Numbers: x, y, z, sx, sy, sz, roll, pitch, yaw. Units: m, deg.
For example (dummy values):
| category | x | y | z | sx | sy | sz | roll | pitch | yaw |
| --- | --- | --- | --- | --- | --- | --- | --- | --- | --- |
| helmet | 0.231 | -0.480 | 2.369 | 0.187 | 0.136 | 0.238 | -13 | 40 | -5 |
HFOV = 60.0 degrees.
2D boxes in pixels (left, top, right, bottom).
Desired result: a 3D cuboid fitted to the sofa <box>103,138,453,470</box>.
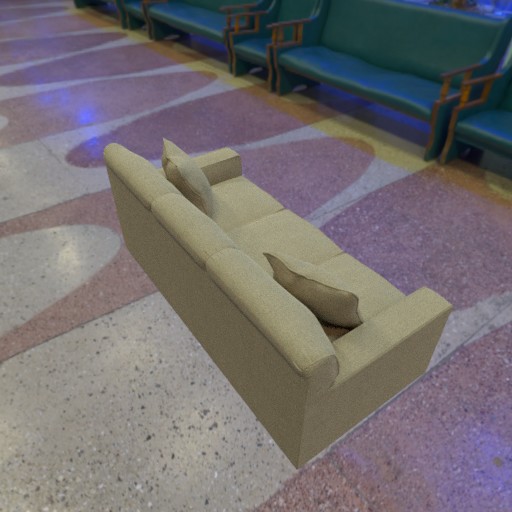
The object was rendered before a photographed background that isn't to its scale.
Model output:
| category | x | y | z | sx | sy | sz | roll | pitch | yaw |
| --- | --- | --- | --- | --- | --- | --- | --- | --- | --- |
| sofa | 0.000 | 0.000 | 2.653 | 0.997 | 0.958 | 2.024 | -25 | 47 | -26 |
